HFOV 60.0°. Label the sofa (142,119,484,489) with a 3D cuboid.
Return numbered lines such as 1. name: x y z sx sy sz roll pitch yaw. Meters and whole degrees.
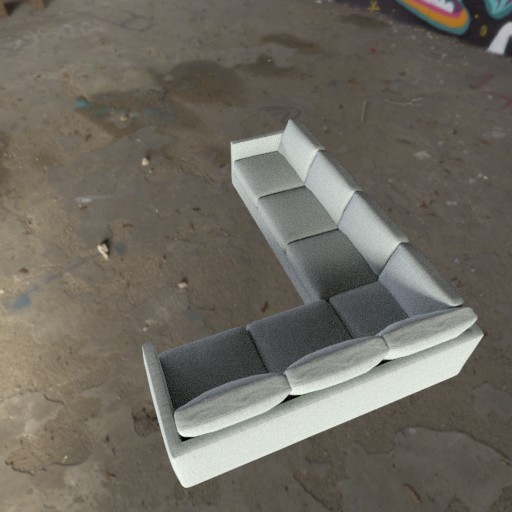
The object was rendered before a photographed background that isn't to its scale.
1. sofa: 0.000 0.000 4.308 2.522 0.934 3.333 -16 49 -15
